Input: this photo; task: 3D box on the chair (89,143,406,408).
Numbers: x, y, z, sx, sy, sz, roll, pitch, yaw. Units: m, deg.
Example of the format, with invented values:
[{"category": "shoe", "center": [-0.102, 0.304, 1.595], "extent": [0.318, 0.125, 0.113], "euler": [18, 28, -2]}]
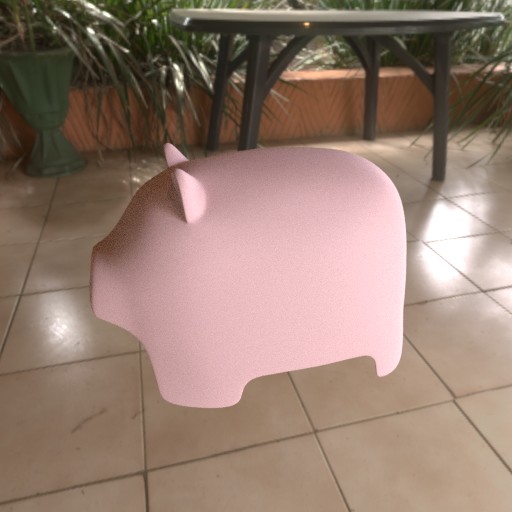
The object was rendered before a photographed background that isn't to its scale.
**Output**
[{"category": "chair", "center": [0.000, 0.000, 0.858], "extent": [0.619, 0.423, 0.364], "euler": [-8, 32, -14]}]
